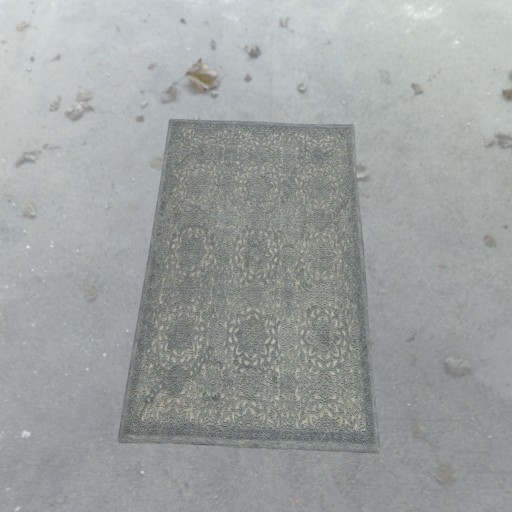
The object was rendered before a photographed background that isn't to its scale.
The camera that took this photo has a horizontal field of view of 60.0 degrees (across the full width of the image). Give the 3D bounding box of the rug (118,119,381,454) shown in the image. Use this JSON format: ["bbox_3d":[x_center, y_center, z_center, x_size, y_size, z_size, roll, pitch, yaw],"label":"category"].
[{"bbox_3d":[0.000,0.000,3.128,1.535,0.022,2.498,2,64,1],"label":"rug"}]
